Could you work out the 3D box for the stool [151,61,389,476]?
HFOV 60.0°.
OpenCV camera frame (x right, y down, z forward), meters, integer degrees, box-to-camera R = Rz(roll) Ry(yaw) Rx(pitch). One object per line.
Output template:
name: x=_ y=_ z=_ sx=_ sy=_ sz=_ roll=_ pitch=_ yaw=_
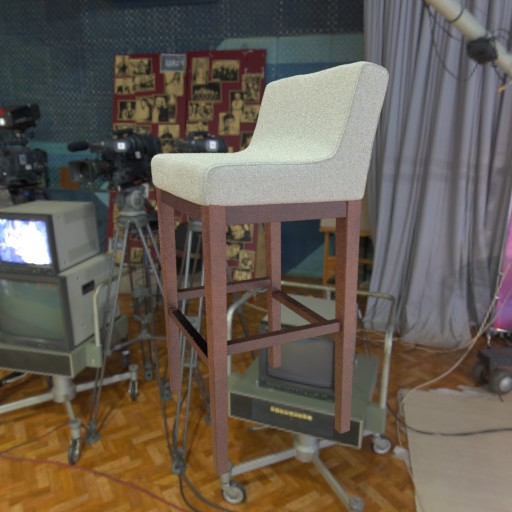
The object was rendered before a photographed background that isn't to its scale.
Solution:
stool: x=0.000 y=0.000 z=1.319 sx=0.500 sy=1.037 sz=0.511 roll=-7 pitch=17 yaw=-25
